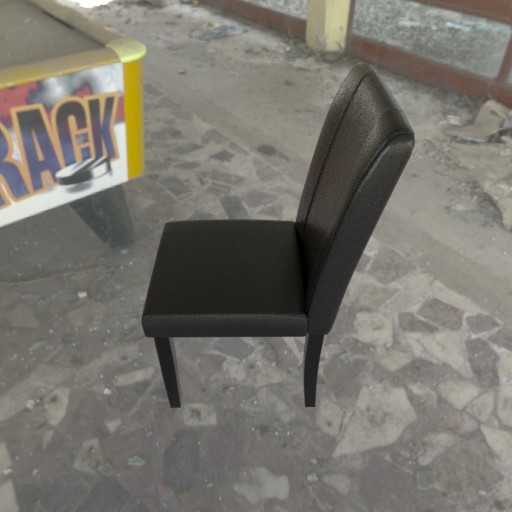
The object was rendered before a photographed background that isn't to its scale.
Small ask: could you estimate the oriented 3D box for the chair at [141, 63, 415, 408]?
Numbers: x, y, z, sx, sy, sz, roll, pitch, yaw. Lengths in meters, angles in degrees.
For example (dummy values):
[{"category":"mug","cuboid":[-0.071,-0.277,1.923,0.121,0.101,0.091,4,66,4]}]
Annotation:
[{"category":"chair","cuboid":[0.000,0.000,1.189,0.556,0.897,0.399,0,41,0]}]
